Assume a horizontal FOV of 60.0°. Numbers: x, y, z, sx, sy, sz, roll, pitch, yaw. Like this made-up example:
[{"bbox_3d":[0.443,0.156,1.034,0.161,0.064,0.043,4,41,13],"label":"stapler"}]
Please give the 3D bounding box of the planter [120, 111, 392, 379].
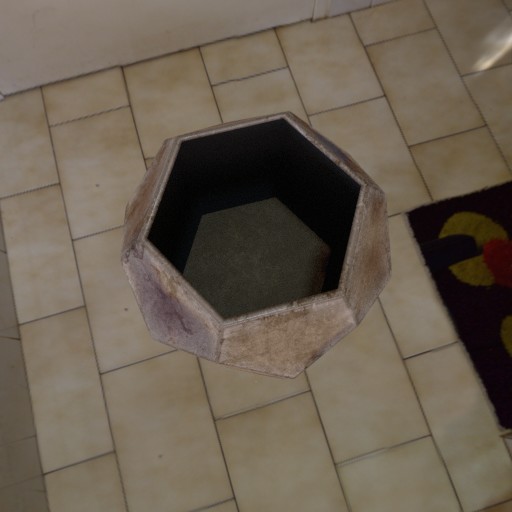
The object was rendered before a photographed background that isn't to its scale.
[{"bbox_3d":[0.000,0.000,0.439,0.221,0.238,0.243,-14,75,-4],"label":"planter"}]
